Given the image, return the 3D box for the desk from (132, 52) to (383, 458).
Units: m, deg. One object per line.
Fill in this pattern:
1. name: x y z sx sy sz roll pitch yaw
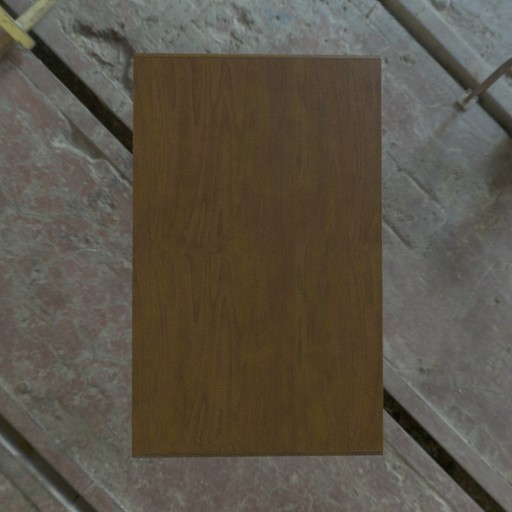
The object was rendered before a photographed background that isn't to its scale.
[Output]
1. desk: 0.000 0.000 1.537 0.660 0.754 1.066 0 89 -1
